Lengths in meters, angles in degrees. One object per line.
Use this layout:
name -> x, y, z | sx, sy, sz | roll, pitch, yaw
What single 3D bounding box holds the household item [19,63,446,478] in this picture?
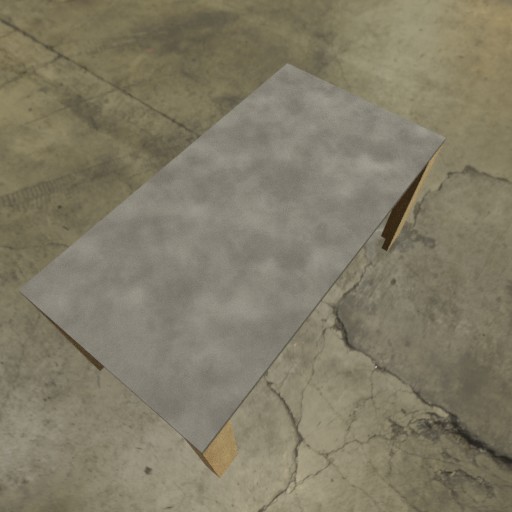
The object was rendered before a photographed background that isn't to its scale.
household item -> 0.000, 0.000, 2.055 | 0.850, 0.755, 1.600 | 33, 64, 19
